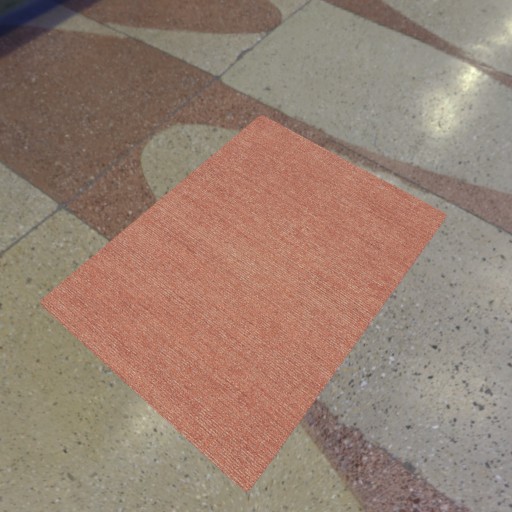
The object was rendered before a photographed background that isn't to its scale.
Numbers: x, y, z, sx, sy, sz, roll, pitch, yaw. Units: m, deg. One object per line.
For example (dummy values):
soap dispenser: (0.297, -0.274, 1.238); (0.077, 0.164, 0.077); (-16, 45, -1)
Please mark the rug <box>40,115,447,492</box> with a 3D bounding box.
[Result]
rug: (0.000, 0.000, 2.782); (1.594, 0.009, 2.112); (34, 64, 20)
